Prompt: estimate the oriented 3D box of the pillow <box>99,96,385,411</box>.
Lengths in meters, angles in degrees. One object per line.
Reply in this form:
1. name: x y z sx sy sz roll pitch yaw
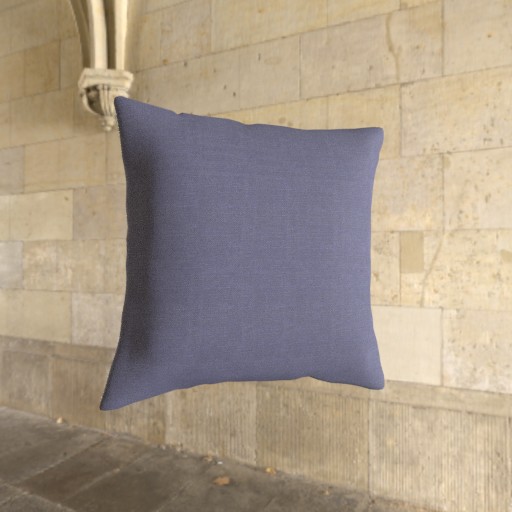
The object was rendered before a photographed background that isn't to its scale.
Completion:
1. pillow: 0.000 0.000 0.656 0.436 0.430 0.138 0 -1 -17
